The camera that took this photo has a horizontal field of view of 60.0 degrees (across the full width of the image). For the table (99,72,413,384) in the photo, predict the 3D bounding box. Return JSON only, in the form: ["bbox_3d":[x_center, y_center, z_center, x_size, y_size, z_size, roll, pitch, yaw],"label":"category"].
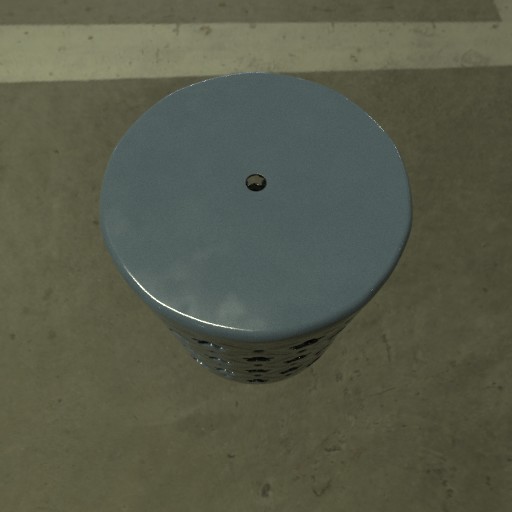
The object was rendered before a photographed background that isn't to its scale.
[{"bbox_3d":[0.000,0.000,0.664,0.352,0.387,0.352,0,65,0],"label":"table"}]
